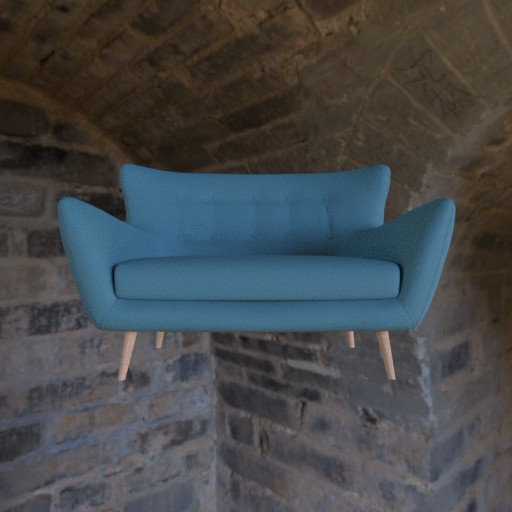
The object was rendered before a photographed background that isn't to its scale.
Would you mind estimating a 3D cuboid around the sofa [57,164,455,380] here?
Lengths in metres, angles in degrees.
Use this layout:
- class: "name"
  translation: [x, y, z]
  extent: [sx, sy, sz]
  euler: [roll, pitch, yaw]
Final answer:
- class: "sofa"
  translation: [0.000, 0.000, 1.927]
  extent: [1.397, 0.889, 0.889]
  euler: [0, 0, -1]
